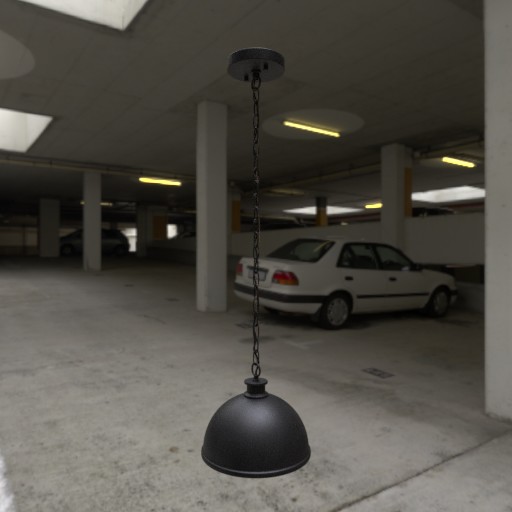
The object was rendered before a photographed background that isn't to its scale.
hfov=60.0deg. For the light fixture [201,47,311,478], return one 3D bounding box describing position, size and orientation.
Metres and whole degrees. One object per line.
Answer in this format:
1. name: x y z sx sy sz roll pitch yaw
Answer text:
1. light fixture: 0.000 0.000 1.237 0.304 1.090 0.304 0 0 -36
